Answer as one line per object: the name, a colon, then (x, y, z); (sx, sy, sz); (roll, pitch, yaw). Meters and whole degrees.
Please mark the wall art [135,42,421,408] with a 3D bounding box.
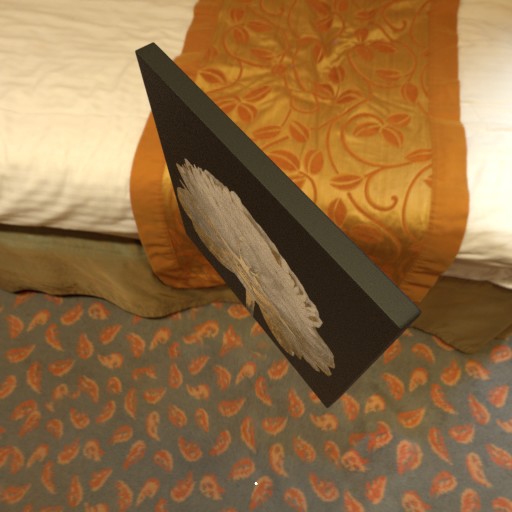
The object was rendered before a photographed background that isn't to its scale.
wall art: (0.000, 0.000, 0.904); (0.043, 0.611, 0.610); (-34, 68, -16)
